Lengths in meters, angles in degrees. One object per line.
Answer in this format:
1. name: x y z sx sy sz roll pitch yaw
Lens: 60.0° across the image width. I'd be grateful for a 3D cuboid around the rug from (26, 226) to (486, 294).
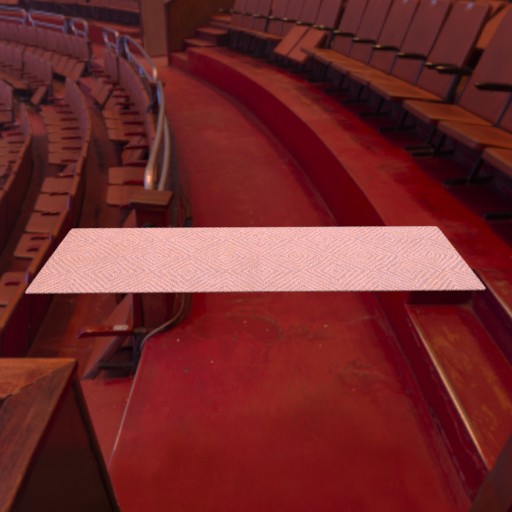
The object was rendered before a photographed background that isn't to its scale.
1. rug: 0.000 0.000 2.474 2.277 0.008 0.676 0 31 -1
